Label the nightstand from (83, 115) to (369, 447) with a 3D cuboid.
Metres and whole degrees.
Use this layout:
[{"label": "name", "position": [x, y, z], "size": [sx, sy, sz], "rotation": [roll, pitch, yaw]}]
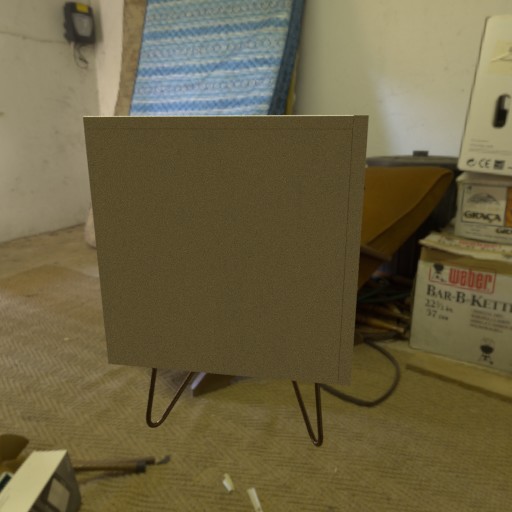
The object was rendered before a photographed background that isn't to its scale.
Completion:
[{"label": "nightstand", "position": [0.000, 0.000, 1.025], "size": [0.447, 0.604, 0.614], "rotation": [3, 16, 9]}]
